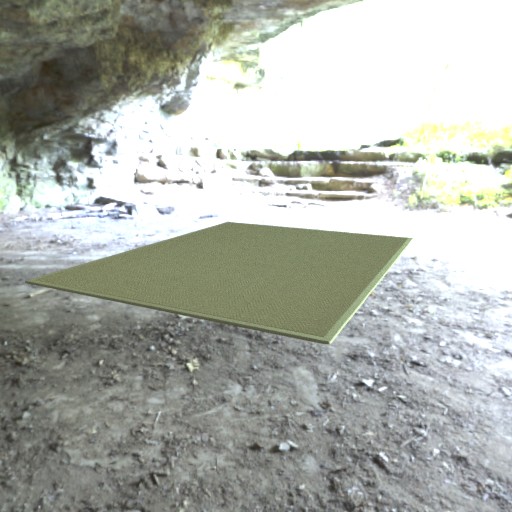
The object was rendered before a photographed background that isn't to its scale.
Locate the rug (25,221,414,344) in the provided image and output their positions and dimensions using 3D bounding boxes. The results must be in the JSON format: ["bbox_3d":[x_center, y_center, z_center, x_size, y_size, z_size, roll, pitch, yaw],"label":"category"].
[{"bbox_3d":[0.000,0.000,4.150,2.407,0.020,3.051,7,16,26],"label":"rug"}]
